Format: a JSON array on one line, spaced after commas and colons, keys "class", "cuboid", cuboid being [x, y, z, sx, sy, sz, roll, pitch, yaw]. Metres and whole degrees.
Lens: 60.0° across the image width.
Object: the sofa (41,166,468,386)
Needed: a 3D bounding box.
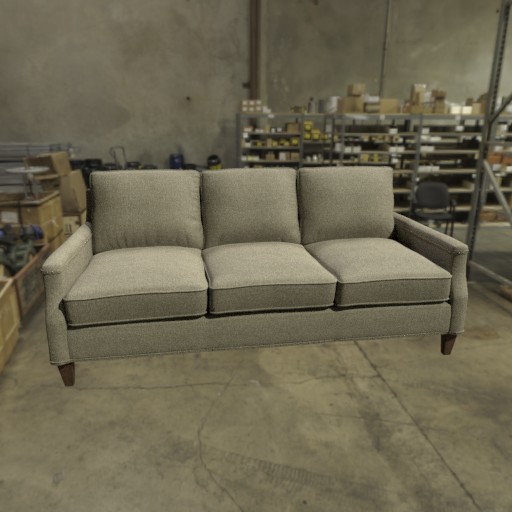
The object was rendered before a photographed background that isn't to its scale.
[{"class": "sofa", "cuboid": [0.000, 0.000, 2.747, 2.246, 1.003, 1.084, -3, 18, -8]}]
